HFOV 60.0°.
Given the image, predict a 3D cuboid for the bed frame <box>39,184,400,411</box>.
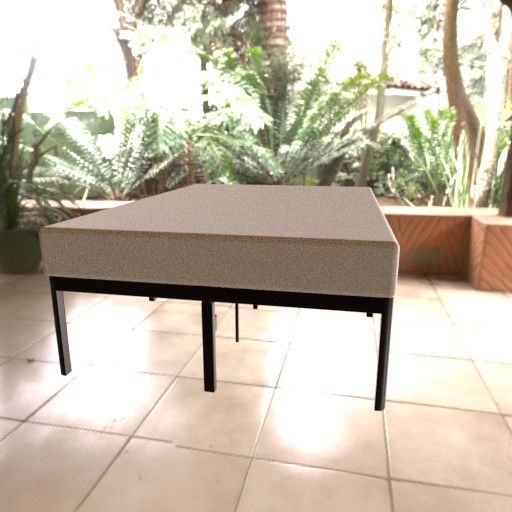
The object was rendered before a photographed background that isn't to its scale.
[{"bbox_3d":[0.000,0.000,2.648,1.408,0.659,1.956,3,15,11],"label":"bed frame"}]
